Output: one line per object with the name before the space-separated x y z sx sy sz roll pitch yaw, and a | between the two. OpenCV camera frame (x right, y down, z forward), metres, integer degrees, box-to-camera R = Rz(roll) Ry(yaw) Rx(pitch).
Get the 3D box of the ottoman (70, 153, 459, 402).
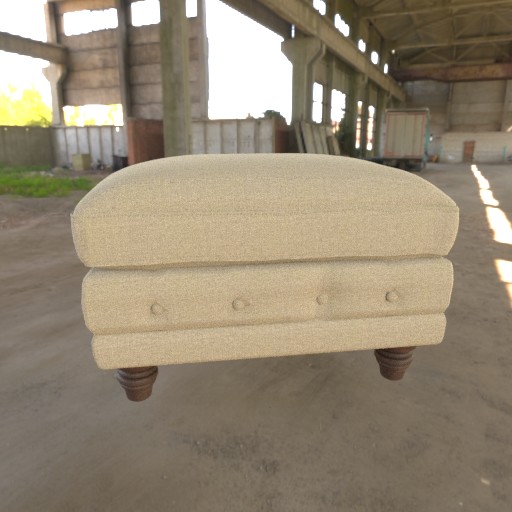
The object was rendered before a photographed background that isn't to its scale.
ottoman | 0.000 0.000 1.023 0.684 0.463 0.541 -2 14 -8
